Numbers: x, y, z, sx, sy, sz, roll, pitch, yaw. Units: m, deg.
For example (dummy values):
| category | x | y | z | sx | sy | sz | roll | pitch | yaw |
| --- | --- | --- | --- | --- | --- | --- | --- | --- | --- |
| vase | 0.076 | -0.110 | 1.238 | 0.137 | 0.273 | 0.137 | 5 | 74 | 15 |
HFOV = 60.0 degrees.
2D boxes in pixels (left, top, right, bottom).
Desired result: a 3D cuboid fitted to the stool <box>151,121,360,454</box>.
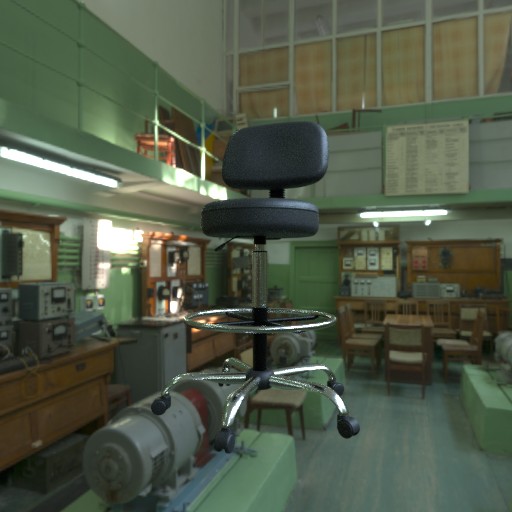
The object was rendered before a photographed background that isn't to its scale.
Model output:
| category | x | y | z | sx | sy | sz | roll | pitch | yaw |
| --- | --- | --- | --- | --- | --- | --- | --- | --- | --- |
| stool | 0.000 | 0.000 | 1.496 | 0.694 | 1.069 | 0.658 | 0 | -1 | 17 |
